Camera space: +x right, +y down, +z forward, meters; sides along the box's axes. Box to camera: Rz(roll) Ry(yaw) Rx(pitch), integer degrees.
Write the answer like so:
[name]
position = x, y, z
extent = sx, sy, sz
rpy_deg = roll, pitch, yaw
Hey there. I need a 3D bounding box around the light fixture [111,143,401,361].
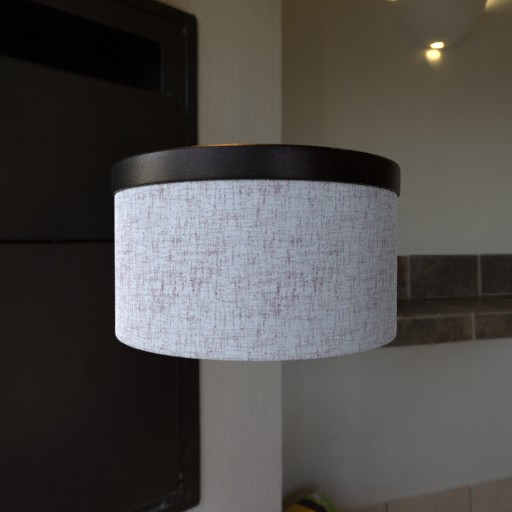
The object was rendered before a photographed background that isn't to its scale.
[light fixture]
position = 0.000, 0.000, 0.630
extent = 0.389, 0.229, 0.389
rpy_deg = 0, 1, 0
